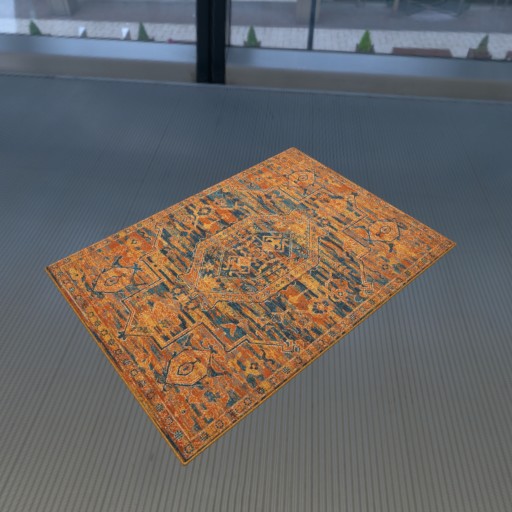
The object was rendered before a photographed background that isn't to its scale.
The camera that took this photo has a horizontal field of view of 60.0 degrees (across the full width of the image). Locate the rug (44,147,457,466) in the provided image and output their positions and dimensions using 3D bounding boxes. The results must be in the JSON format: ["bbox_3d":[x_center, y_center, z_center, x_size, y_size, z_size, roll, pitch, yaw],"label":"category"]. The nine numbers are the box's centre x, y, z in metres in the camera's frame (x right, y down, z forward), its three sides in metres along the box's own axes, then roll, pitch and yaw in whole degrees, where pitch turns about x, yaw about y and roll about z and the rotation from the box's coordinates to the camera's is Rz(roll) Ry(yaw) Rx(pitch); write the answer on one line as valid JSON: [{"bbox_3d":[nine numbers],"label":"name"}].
[{"bbox_3d":[0.000,0.000,2.904,2.204,0.024,1.588,-31,53,-27],"label":"rug"}]
